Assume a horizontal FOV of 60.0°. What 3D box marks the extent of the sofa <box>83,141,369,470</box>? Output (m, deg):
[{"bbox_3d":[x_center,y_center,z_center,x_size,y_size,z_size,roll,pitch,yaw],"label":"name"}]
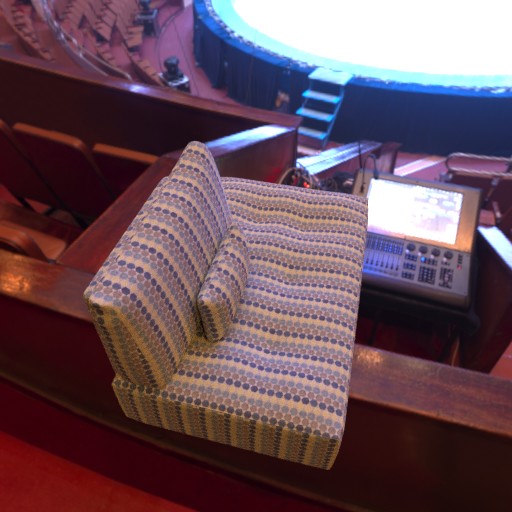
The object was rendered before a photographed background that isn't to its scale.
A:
[{"bbox_3d":[0.000,0.000,2.047,1.000,0.820,1.450,10,46,10],"label":"sofa"}]
